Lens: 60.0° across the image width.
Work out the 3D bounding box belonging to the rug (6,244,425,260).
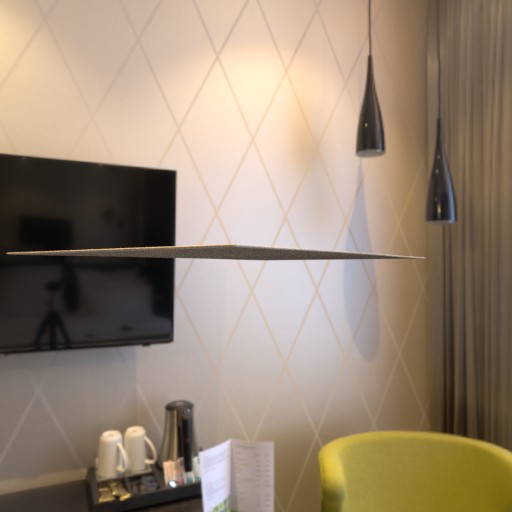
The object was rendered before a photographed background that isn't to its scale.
[{"bbox_3d":[0.000,0.000,2.892,1.529,0.012,2.435,-1,-2,35],"label":"rug"}]
